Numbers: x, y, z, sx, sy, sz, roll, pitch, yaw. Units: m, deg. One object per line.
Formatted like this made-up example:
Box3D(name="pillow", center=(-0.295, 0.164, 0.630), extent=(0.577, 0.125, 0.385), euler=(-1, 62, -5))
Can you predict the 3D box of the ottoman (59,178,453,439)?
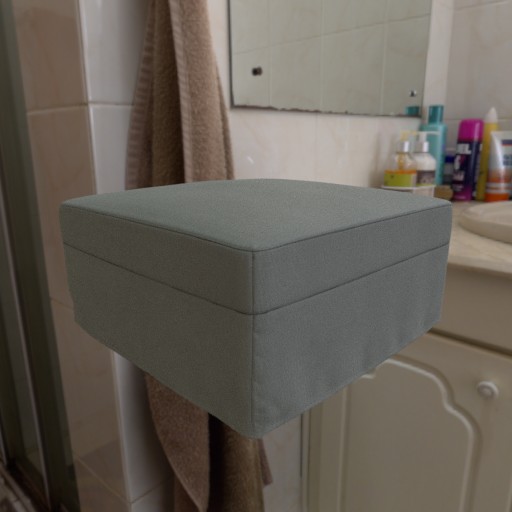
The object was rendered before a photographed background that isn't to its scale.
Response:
Box3D(name="ottoman", center=(0.000, 0.000, 1.327), extent=(0.843, 0.441, 0.842), euler=(-14, 20, -43))
